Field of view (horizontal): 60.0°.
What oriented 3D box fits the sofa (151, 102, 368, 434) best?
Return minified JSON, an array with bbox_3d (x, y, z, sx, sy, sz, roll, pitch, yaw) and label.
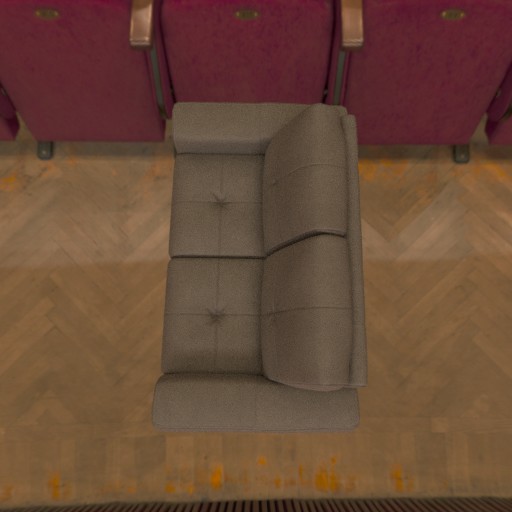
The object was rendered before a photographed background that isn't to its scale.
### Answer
[{"bbox_3d":[0.000,0.000,2.414,1.018,0.907,1.806,1,76,0],"label":"sofa"}]
